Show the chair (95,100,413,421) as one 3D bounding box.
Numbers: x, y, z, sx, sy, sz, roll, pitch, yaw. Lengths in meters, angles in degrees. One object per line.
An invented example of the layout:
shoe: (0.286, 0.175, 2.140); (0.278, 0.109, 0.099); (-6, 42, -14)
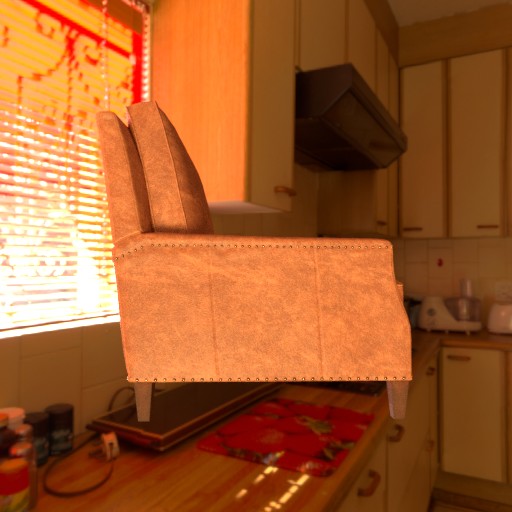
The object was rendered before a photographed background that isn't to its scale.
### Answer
chair: (0.000, 0.000, 1.812); (1.035, 1.054, 0.854); (0, -1, -1)
